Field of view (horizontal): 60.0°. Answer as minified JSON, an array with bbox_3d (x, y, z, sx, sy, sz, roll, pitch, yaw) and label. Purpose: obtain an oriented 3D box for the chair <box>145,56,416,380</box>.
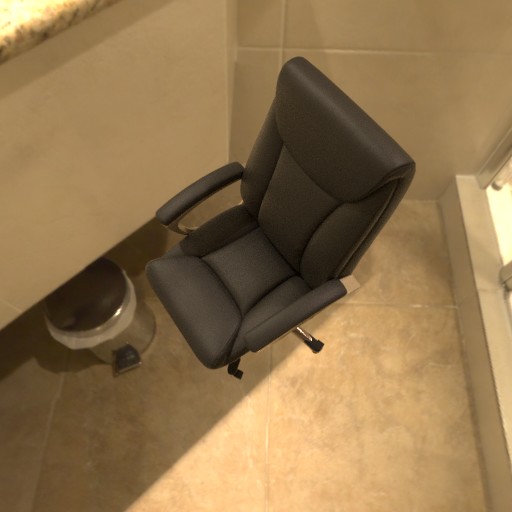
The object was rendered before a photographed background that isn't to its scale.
[{"bbox_3d":[0.000,0.000,1.634,0.748,1.188,0.694,-32,68,-15],"label":"chair"}]
